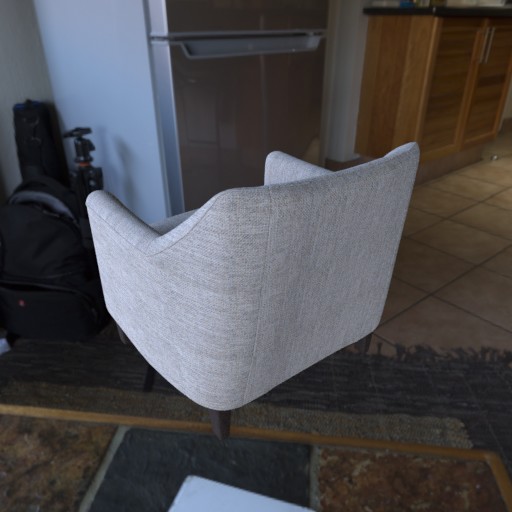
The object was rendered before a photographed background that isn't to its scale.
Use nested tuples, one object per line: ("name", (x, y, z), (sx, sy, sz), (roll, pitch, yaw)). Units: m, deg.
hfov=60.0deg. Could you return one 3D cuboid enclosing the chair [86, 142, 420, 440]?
("chair", (0.000, 0.000, 1.407), (0.796, 0.761, 0.758), (-20, 35, -32))
